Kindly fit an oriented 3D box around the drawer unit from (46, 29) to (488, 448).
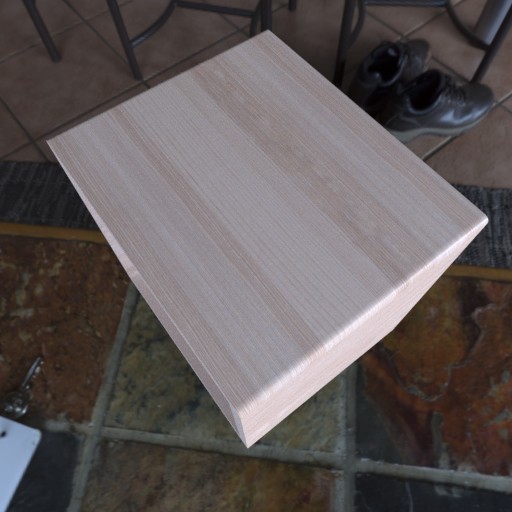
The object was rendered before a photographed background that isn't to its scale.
[{"bbox_3d":[0.000,0.000,0.590,0.290,0.344,0.344,-34,68,-16],"label":"drawer unit"}]
